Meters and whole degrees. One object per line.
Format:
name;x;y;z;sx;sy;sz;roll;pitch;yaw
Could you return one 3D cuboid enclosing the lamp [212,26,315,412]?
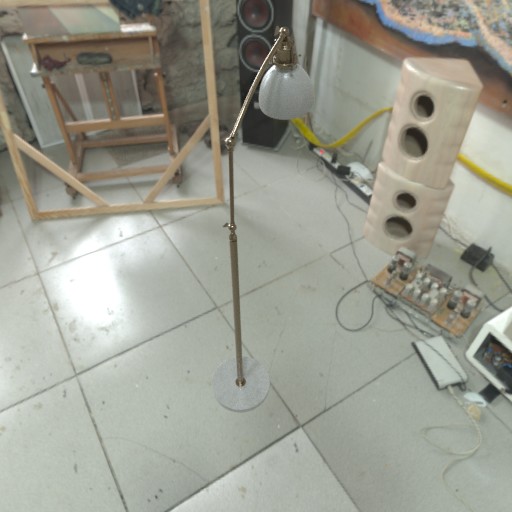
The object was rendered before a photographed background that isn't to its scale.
lamp;0.000;0.000;1.738;0.288;1.586;0.599;22;50;19
